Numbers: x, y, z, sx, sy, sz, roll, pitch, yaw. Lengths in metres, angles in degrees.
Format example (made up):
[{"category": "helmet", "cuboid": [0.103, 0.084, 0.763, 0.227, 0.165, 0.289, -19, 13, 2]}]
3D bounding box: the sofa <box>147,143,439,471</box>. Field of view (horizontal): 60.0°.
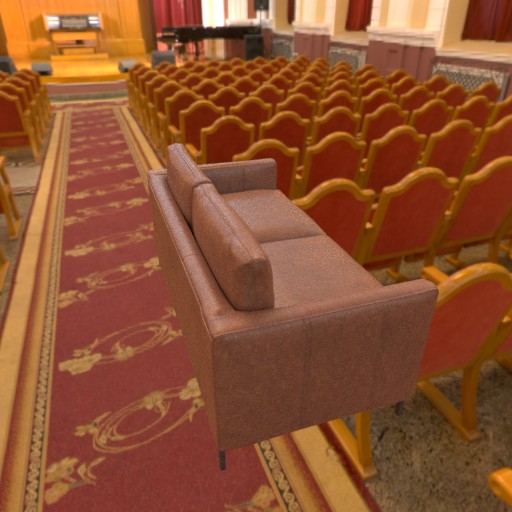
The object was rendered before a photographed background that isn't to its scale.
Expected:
[{"category": "sofa", "cuboid": [0.000, 0.000, 2.339, 0.899, 0.883, 1.797, -10, 30, -17]}]
